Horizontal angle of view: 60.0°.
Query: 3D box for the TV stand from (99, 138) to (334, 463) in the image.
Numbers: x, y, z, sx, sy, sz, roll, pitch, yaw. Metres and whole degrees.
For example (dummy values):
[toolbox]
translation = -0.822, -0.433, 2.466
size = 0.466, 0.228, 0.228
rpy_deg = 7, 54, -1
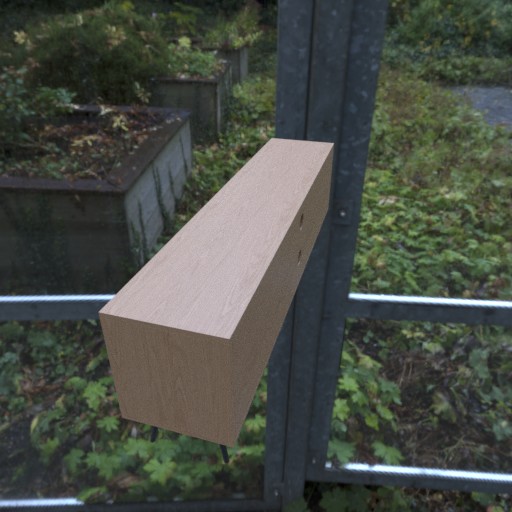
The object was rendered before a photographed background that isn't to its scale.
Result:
[TV stand]
translation = 0.000, 0.000, 2.008
size = 0.400, 0.580, 1.760
rpy_deg = 9, 31, 15
